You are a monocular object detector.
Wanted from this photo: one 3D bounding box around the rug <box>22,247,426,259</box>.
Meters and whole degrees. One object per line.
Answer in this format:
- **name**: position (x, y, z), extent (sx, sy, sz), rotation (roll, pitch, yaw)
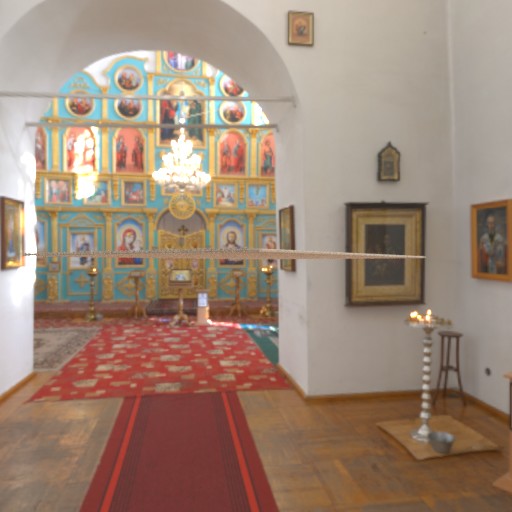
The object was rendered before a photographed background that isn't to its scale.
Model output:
- **rug**: position (0.000, 0.000, 2.276), extent (1.223, 0.015, 1.771), rotation (-1, -1, 36)
